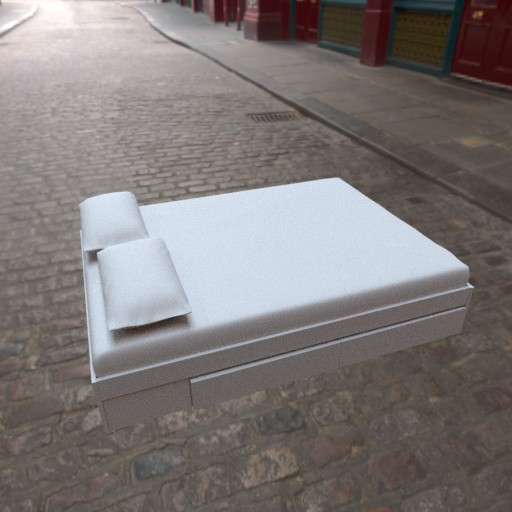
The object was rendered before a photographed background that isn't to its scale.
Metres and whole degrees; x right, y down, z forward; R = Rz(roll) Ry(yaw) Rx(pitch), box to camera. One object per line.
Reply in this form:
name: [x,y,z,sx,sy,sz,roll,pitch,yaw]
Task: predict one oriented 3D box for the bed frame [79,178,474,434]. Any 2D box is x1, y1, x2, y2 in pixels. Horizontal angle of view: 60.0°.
bed frame: [0.000,0.000,2.657,1.950,0.629,1.450,-11,33,-17]
